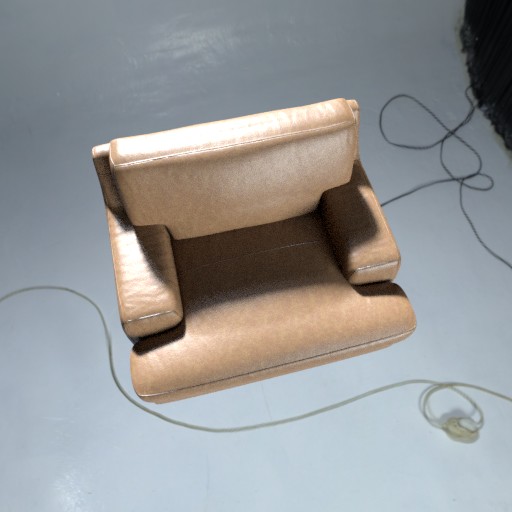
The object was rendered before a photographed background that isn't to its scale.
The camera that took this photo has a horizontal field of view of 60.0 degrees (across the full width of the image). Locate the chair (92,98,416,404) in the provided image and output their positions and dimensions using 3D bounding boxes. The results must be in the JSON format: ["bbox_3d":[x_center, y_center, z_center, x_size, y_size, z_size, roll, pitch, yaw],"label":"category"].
[{"bbox_3d":[0.000,0.000,2.040,1.276,0.978,1.050,-12,63,-6],"label":"chair"}]
